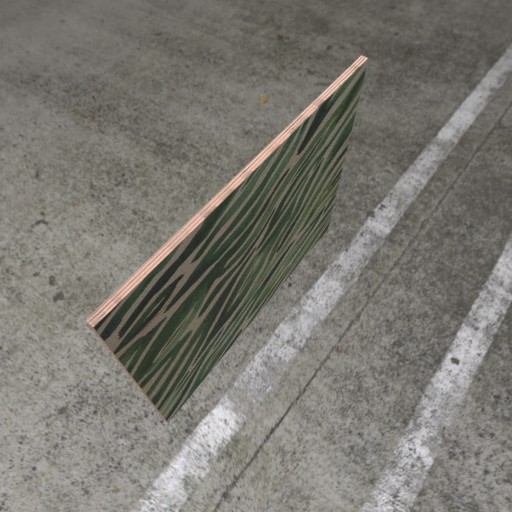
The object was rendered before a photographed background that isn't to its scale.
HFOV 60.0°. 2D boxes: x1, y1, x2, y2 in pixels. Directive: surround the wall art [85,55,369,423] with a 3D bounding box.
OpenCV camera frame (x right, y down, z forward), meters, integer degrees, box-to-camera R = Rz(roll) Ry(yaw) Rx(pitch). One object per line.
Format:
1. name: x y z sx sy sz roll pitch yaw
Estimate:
1. wall art: 0.000 0.000 0.687 0.012 0.408 0.508 33 63 19
